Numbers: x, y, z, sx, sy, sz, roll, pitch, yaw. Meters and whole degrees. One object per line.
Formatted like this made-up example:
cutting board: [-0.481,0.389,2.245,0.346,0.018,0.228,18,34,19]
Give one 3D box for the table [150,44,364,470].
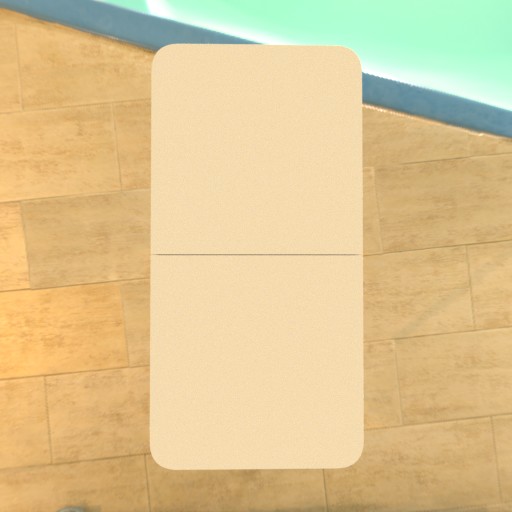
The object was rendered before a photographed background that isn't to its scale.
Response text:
table: [0.000,0.000,1.422,0.600,0.340,1.200,0,89,-1]
